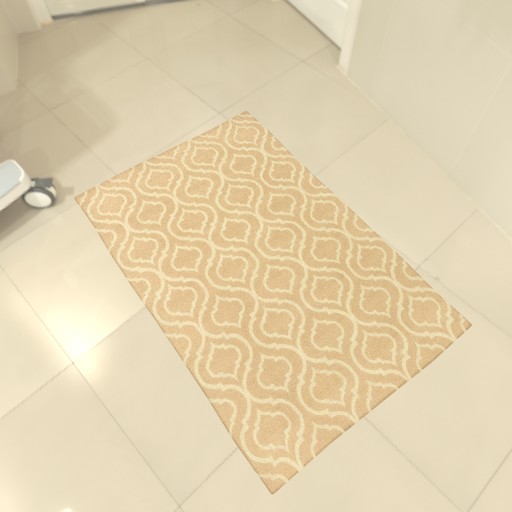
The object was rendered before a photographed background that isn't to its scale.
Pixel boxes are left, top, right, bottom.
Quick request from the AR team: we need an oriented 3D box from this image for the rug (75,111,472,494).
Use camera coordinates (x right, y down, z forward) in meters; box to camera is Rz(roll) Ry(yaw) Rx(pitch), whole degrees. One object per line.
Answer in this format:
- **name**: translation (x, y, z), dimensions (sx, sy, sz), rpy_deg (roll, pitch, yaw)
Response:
- **rug**: translation (0.000, 0.000, 2.189), dimensions (1.152, 0.013, 1.761), rpy_deg (-32, 64, -18)
